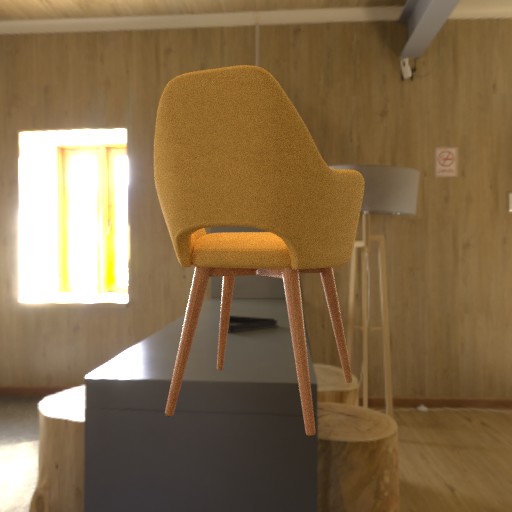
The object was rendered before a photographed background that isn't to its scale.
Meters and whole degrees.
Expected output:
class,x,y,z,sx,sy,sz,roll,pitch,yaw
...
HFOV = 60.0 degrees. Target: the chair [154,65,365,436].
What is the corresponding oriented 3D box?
class,x,y,z,sx,sy,sz,roll,pitch,yaw
chair,0.000,0.000,1.259,0.590,0.840,0.610,0,1,19
